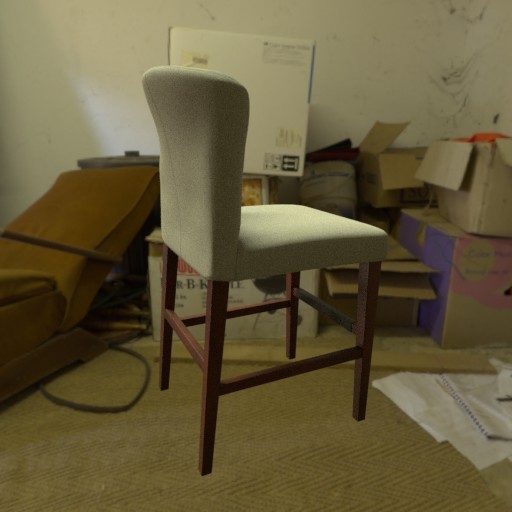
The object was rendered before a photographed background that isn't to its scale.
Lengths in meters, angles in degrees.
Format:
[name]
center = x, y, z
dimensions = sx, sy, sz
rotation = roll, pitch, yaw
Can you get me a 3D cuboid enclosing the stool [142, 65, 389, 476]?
[stool]
center = 0.000, 0.000, 1.268
dimensions = 0.568, 0.968, 0.479
rotation = -8, 18, -25
